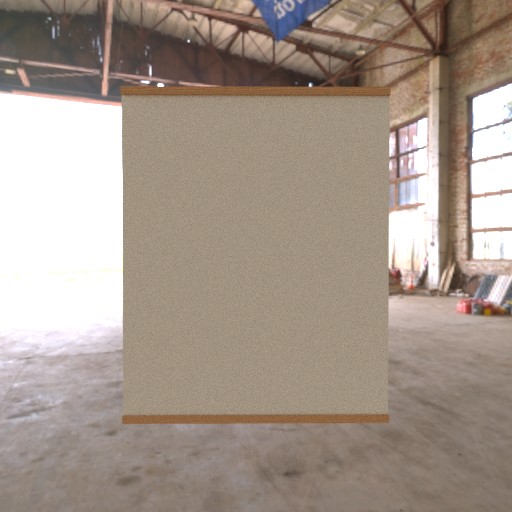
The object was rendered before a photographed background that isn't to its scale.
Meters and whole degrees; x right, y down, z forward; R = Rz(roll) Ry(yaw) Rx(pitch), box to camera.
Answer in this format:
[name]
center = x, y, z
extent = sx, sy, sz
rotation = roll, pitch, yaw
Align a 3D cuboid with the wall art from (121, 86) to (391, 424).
[wall art]
center = 0.000, 0.000, 0.672
extent = 0.404, 0.507, 0.010
rotation = 0, 1, -1
